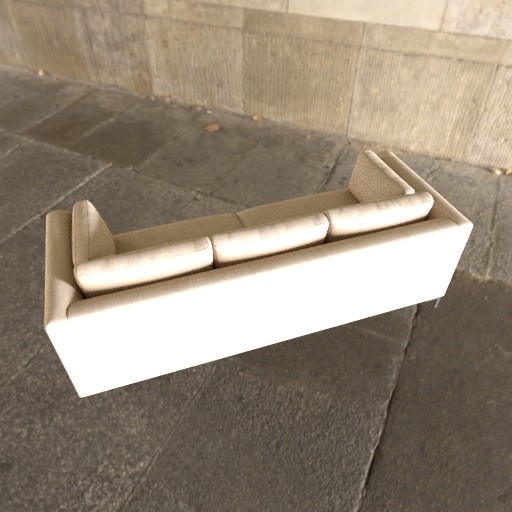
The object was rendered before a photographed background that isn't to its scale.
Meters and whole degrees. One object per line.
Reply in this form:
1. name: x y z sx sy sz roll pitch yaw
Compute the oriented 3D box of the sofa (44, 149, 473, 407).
1. sofa: 0.000 0.000 2.896 2.415 0.867 0.969 -13 44 -14
